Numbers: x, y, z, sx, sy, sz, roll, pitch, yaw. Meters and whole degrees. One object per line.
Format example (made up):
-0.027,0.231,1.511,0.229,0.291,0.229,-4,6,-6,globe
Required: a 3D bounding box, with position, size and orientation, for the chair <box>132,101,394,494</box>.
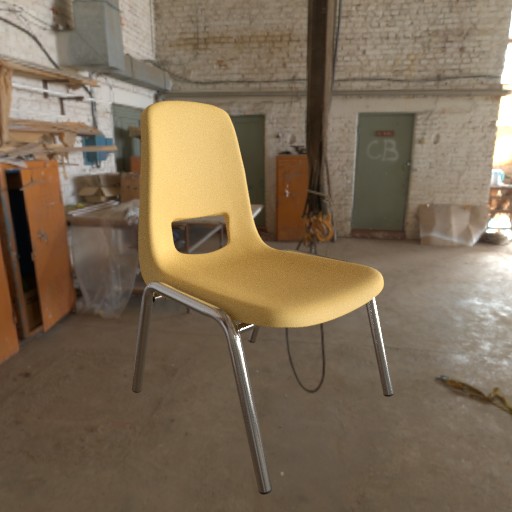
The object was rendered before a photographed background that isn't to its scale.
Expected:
0.000,0.000,0.776,0.385,0.536,0.354,13,19,43,chair
